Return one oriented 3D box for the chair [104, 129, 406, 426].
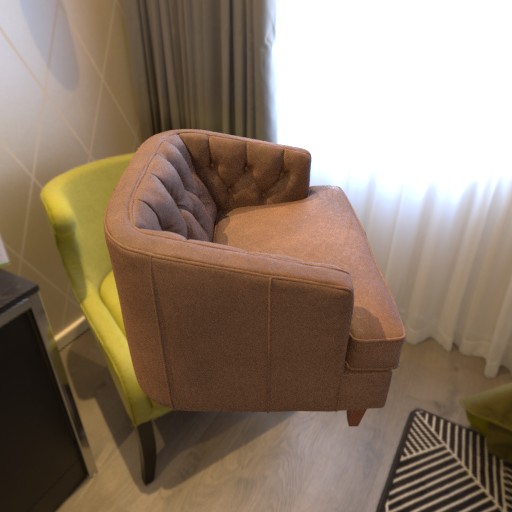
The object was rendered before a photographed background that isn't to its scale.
[{"bbox_3d":[0.000,0.000,1.748,0.914,0.787,1.118,0,33,-1],"label":"chair"}]
